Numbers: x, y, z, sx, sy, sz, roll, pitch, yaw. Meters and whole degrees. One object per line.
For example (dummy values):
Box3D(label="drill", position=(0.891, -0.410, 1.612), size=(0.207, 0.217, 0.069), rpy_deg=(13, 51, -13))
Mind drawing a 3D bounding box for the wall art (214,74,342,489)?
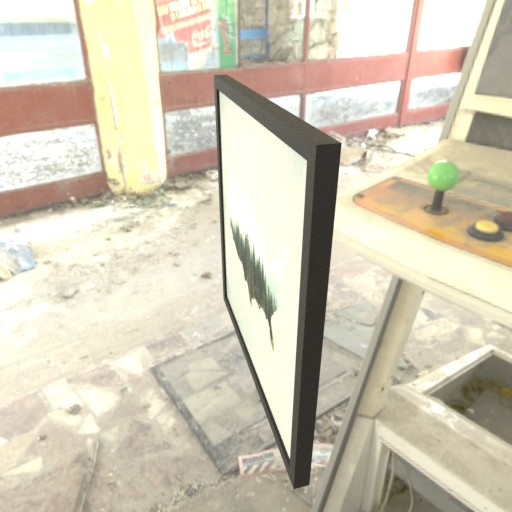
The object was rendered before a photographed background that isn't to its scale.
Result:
Box3D(label="wall art", position=(0.000, 0.000, 1.117), size=(0.038, 0.763, 0.763), rpy_deg=(-8, 30, -13))
